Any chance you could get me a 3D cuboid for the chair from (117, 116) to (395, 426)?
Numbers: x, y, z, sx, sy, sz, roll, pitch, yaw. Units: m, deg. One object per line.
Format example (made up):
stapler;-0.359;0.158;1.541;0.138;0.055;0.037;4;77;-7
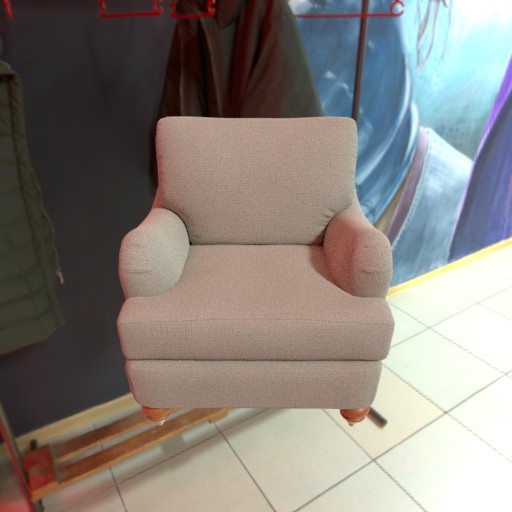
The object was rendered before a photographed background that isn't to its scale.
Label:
chair;0.000;0.000;1.868;0.955;1.038;1.070;0;28;0
